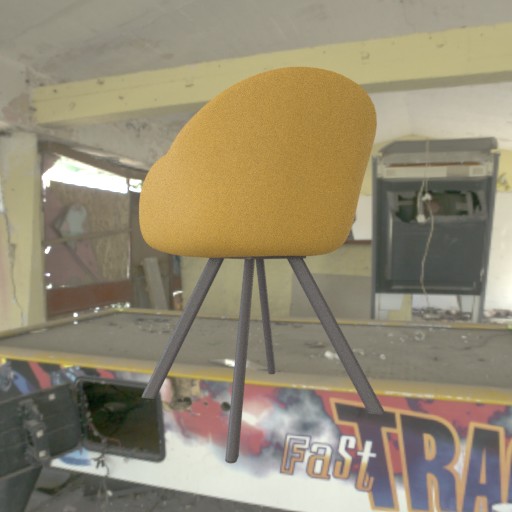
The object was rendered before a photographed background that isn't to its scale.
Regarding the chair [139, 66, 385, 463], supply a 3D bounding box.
[{"bbox_3d":[0.000,0.000,1.183,0.551,0.793,0.583,-1,1,-35],"label":"chair"}]
